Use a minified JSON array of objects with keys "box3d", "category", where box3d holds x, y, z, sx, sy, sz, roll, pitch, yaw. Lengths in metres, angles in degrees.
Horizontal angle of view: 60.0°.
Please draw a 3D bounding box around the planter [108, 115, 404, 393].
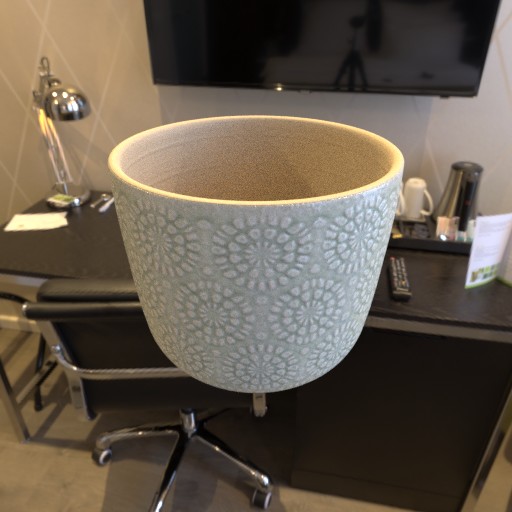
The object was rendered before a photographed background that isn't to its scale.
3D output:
[{"box3d":[0.000,0.000,0.219,0.124,0.109,0.124,0,30,0],"category":"planter"}]
